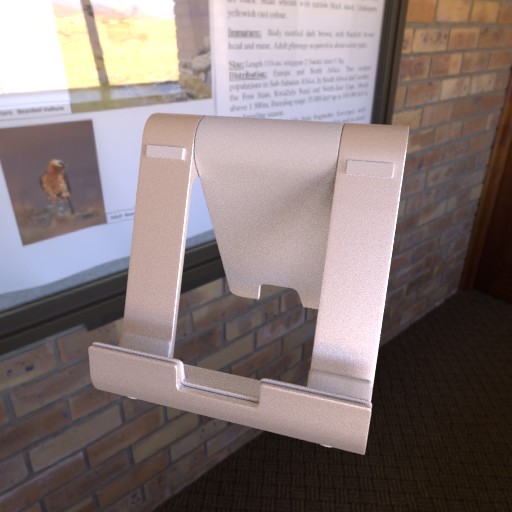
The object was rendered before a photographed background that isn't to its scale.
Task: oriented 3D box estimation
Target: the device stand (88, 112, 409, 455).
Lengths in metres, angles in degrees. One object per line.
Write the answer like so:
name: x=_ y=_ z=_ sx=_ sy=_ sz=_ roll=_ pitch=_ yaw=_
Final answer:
device stand: x=0.000 y=0.000 z=0.149 sx=0.086 sy=0.084 sz=0.079 roll=8 pitch=28 yaw=15
